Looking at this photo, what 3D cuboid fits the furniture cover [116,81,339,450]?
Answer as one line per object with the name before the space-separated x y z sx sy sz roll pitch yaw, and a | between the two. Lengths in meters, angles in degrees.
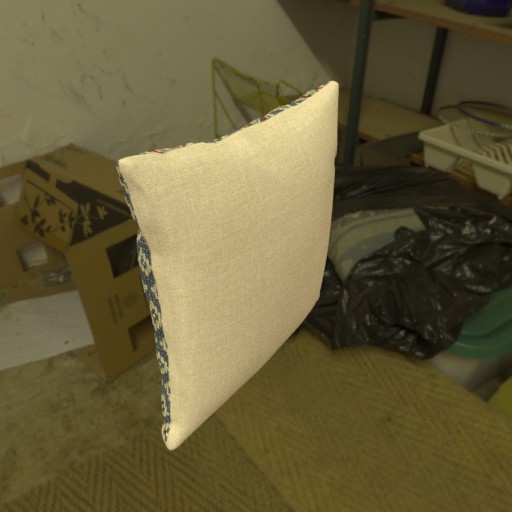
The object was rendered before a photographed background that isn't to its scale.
furniture cover | 0.000 0.000 0.663 0.139 0.431 0.431 21 38 29
